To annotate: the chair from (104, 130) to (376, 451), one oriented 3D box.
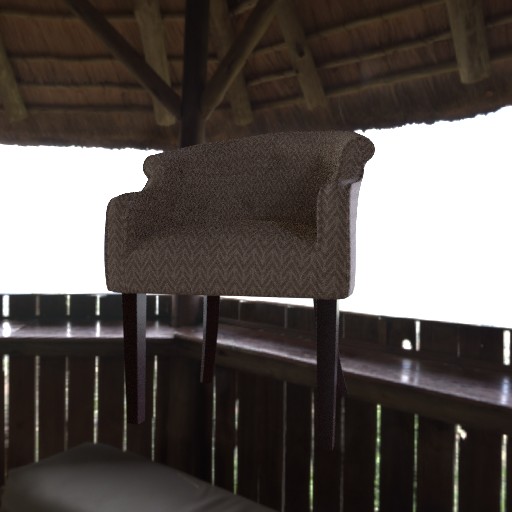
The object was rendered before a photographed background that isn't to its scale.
[{"bbox_3d":[0.000,0.000,1.300,0.686,0.858,0.613,0,0,18],"label":"chair"}]
